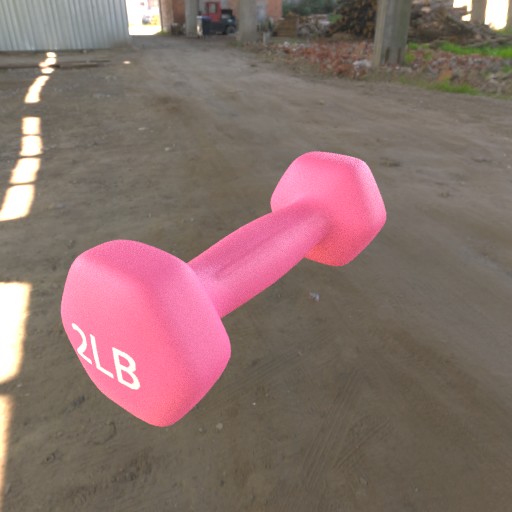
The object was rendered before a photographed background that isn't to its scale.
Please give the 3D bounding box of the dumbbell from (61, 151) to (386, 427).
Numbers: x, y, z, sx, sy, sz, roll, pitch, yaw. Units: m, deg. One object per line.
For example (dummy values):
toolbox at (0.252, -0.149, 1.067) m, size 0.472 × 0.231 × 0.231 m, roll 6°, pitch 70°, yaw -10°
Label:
dumbbell at (0.000, 0.000, 0.174) m, size 0.058 × 0.053 × 0.146 m, roll 19°, pitch 34°, yaw 31°
